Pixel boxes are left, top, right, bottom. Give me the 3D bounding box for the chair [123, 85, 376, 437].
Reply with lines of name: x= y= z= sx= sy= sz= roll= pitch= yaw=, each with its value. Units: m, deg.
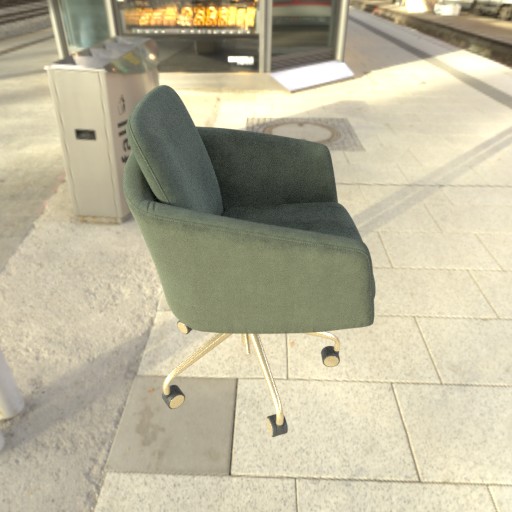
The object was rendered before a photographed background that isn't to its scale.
chair: x=0.000 y=0.000 z=1.330 sx=0.635 sy=0.908 sz=0.641 roll=0 pitch=33 yaw=0
